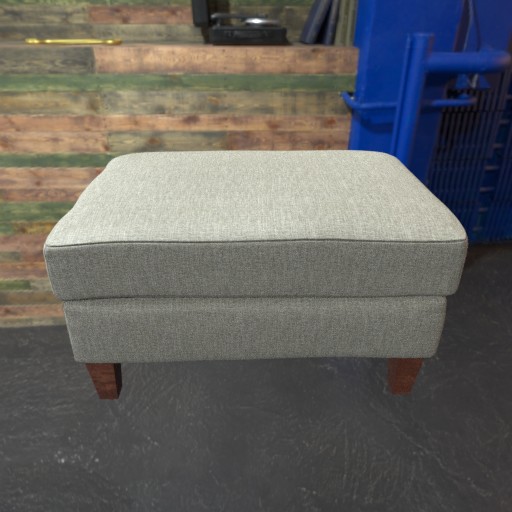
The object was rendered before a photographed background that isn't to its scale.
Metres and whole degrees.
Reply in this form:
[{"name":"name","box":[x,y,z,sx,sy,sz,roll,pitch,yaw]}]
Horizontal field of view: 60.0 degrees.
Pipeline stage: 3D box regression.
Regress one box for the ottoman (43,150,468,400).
[{"name":"ottoman","box":[0.000,0.000,1.218,0.873,0.494,0.639,-1,30,-1]}]
